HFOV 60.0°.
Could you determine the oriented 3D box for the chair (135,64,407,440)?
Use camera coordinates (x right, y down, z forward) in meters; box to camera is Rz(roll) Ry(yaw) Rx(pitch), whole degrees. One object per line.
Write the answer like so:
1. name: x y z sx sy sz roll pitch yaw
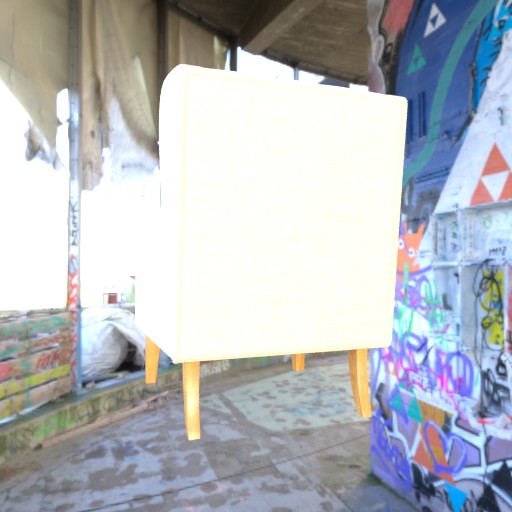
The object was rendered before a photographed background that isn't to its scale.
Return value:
1. chair: 0.000 0.000 1.449 0.710 0.930 0.760 0 -1 -19
